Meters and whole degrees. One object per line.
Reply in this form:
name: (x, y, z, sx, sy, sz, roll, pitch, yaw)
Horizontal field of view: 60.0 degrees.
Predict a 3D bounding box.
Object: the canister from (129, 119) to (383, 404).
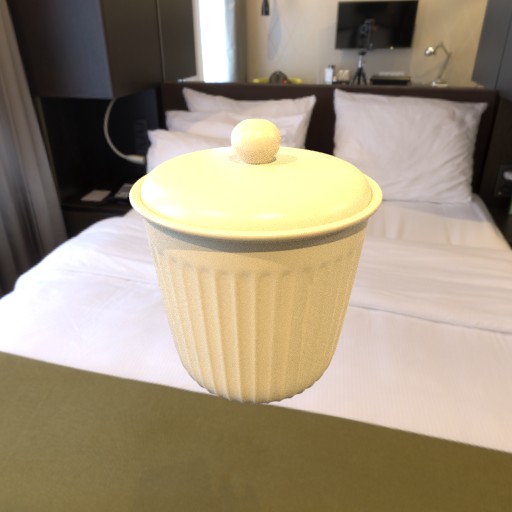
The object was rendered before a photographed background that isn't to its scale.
canister: (0.000, 0.000, 0.353, 0.181, 0.211, 0.181, 0, 27, 0)
